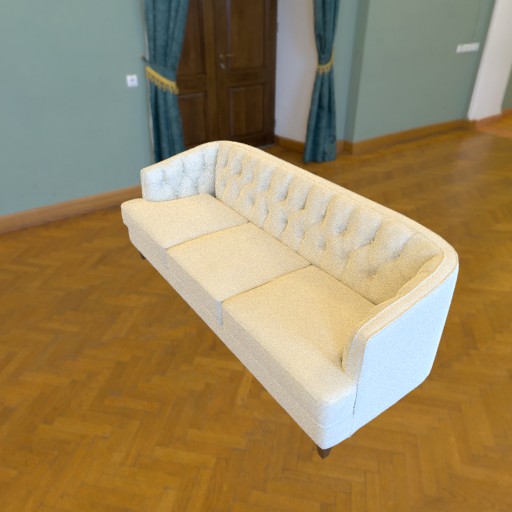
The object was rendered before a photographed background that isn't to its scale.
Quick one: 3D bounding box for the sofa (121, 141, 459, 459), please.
[{"bbox_3d":[0.000,0.000,2.738,0.941,0.855,2.278,-20,37,-29],"label":"sofa"}]
